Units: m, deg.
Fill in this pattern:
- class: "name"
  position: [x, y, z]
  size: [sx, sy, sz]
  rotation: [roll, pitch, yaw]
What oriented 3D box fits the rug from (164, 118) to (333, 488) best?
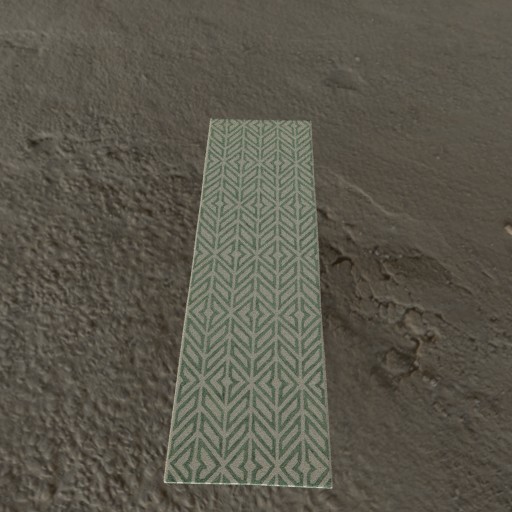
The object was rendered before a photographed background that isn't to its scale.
- class: "rug"
  position: [0.000, 0.000, 2.633]
  size: [0.750, 0.009, 2.435]
  rotation: [1, 57, 1]
